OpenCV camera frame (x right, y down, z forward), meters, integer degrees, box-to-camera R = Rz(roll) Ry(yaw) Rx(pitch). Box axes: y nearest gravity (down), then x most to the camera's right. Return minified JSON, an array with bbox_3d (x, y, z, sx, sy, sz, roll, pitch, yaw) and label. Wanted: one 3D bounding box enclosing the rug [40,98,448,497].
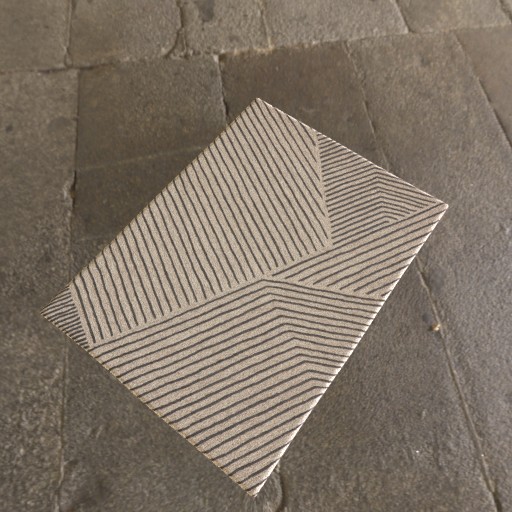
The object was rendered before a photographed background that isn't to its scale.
[{"bbox_3d":[0.000,0.000,3.174,1.829,0.028,2.449,34,69,15],"label":"rug"}]
